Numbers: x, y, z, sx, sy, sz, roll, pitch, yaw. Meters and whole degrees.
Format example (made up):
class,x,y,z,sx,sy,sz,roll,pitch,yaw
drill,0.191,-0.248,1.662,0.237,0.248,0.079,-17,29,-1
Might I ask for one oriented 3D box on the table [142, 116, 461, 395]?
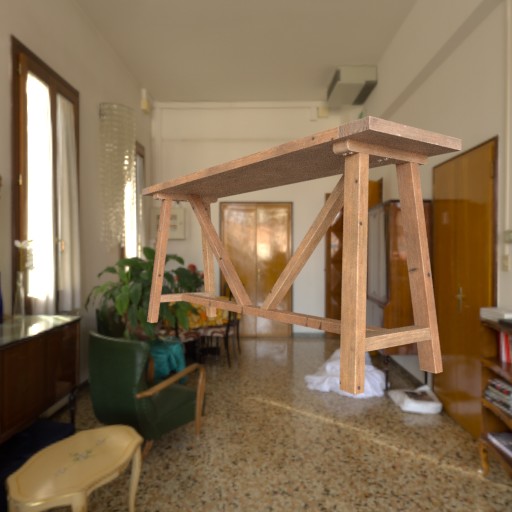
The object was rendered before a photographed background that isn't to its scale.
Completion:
class,x,y,z,sx,sy,sz,roll,pitch,yaw
table,0.000,0.000,2.128,0.465,0.810,1.800,0,1,-35
